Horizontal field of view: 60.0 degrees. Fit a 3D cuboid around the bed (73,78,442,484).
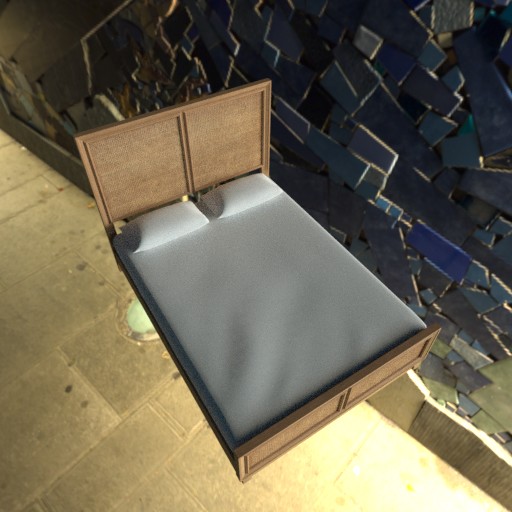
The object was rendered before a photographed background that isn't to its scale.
[{"bbox_3d":[0.000,0.000,3.217,1.606,1.387,2.184,-25,52,-21],"label":"bed"}]
